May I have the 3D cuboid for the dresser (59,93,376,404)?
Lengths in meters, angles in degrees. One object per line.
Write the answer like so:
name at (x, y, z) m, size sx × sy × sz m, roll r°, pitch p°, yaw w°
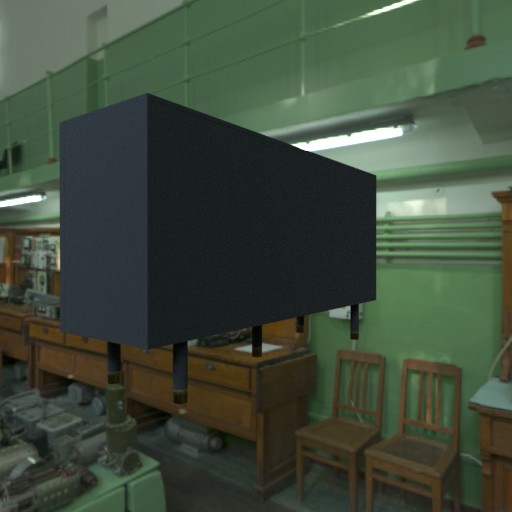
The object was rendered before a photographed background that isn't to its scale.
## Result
dresser at (0.000, 0.000, 1.933) m, size 0.463 × 0.872 × 1.558 m, roll 0°, pitch 0°, yaw 37°
